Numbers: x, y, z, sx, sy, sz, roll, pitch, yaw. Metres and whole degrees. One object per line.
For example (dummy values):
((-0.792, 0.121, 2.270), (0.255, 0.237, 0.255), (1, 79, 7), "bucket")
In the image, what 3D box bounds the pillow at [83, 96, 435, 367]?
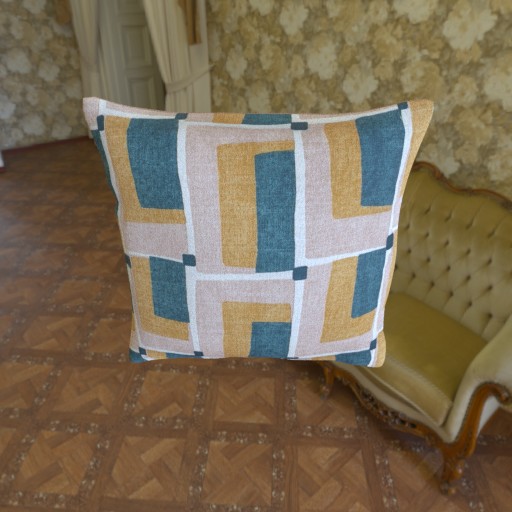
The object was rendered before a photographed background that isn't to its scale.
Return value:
((0.000, 0.000, 0.706), (0.478, 0.479, 0.158), (1, 30, 2), "pillow")
